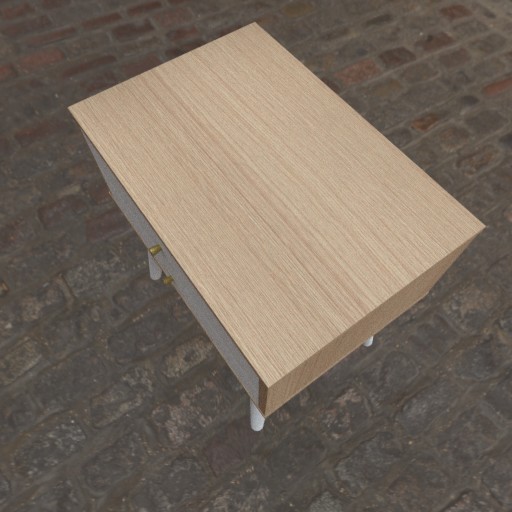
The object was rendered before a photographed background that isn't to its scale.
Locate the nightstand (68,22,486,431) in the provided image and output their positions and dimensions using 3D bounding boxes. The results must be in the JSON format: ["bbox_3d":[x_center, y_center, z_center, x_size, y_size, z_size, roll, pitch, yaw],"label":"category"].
[{"bbox_3d":[0.000,0.000,0.961,0.407,0.610,0.571,-32,67,-16],"label":"nightstand"}]
